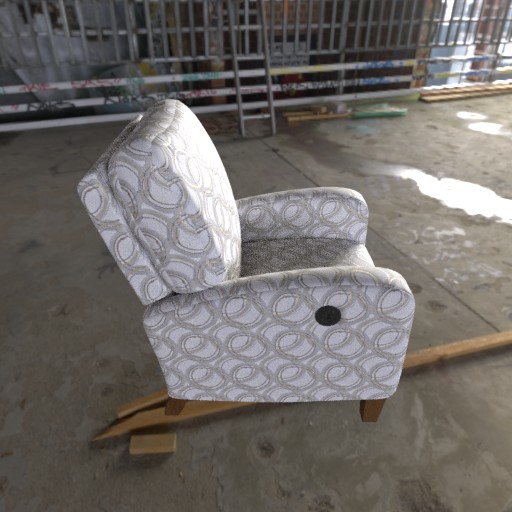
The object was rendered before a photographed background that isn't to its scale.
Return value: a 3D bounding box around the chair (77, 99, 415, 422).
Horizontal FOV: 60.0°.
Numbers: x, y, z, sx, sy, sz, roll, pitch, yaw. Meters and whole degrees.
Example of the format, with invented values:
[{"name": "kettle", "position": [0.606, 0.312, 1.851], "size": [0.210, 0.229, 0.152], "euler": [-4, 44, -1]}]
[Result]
[{"name": "chair", "position": [0.000, 0.000, 1.712], "size": [0.995, 1.065, 0.796], "euler": [0, 32, 0]}]
